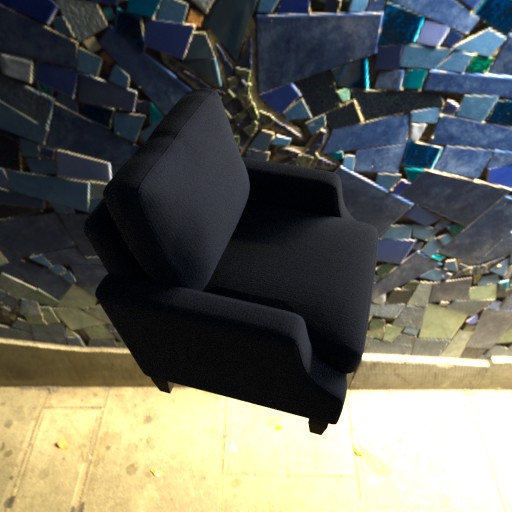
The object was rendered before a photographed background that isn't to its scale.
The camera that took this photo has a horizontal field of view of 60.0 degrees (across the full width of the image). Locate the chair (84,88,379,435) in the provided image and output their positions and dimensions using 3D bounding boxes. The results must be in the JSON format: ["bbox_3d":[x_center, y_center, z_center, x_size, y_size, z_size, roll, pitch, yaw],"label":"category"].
[{"bbox_3d":[0.000,0.000,1.677,0.897,0.991,0.855,12,47,11],"label":"chair"}]
